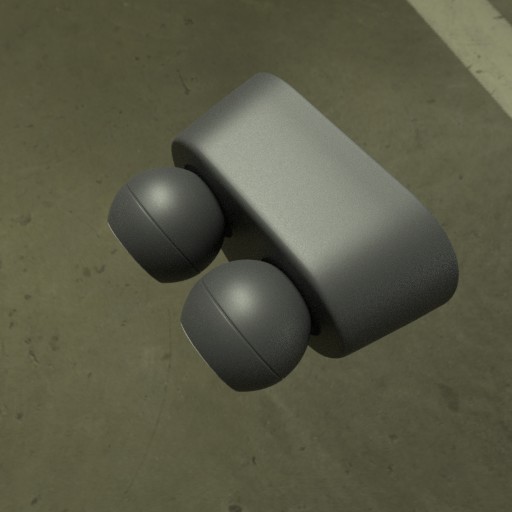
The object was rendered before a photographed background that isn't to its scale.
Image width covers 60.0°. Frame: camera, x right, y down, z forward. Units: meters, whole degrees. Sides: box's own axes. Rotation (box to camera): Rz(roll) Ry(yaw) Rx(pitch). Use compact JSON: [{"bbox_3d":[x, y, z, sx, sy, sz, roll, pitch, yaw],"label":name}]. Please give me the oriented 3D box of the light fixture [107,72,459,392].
[{"bbox_3d":[0.000,0.000,0.338,0.159,0.159,0.229,-34,67,-16],"label":"light fixture"}]
